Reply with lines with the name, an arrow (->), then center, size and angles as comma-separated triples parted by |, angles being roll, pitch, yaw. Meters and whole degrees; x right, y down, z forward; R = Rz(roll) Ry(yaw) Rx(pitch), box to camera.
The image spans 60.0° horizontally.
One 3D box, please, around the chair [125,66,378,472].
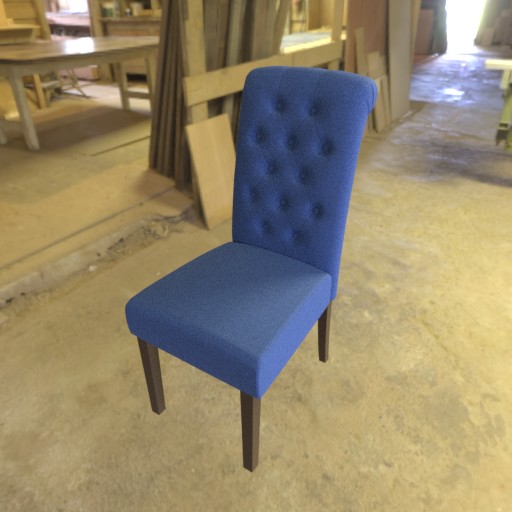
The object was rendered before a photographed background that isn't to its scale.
chair -> 0.000, 0.000, 1.349 | 0.456, 1.006, 0.671 | 19, 35, 29
